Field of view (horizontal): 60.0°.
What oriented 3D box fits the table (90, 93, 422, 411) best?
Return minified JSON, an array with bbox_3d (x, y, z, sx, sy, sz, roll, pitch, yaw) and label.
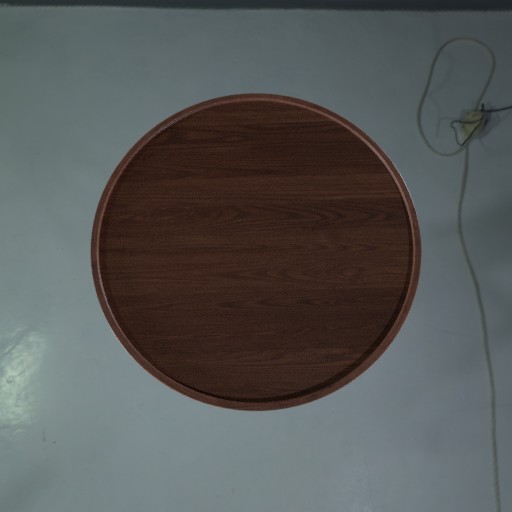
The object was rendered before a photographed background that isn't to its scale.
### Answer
[{"bbox_3d":[0.000,0.000,1.249,0.800,0.360,0.800,0,75,0],"label":"table"}]
